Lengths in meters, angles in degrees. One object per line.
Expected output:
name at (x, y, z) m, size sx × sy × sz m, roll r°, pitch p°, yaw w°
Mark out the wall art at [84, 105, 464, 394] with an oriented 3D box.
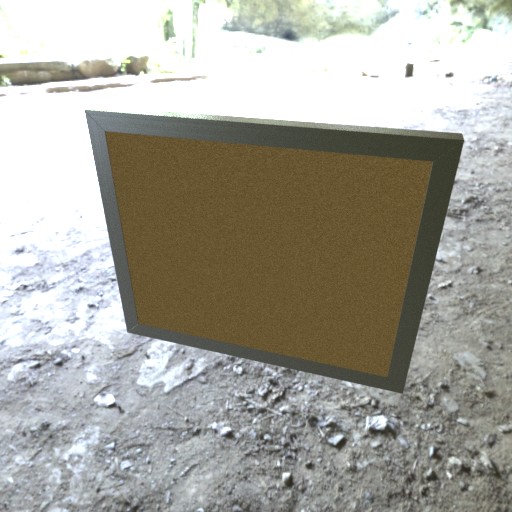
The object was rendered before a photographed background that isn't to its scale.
wall art at (0.000, 0.000, 0.757) m, size 0.557 × 0.456 × 0.032 m, roll 9°, pitch 32°, yaw 15°
